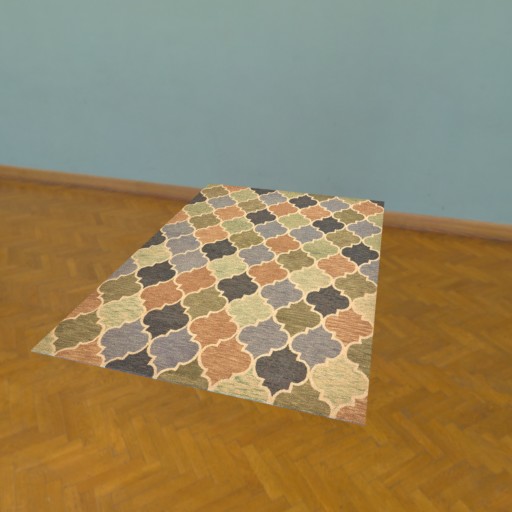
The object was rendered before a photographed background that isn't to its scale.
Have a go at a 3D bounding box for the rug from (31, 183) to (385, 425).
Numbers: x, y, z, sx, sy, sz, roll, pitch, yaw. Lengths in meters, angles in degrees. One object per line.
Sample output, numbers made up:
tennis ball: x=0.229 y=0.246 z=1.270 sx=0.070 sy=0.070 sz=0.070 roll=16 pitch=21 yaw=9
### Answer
rug: x=0.000 y=0.000 z=2.265 sx=1.216 sy=0.006 sz=1.828 roll=8 pitch=31 yaw=14
